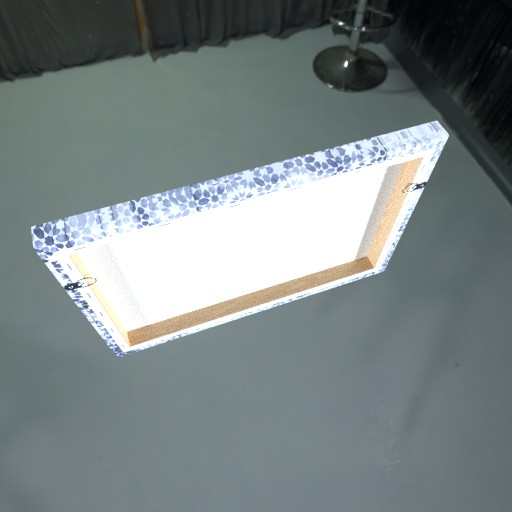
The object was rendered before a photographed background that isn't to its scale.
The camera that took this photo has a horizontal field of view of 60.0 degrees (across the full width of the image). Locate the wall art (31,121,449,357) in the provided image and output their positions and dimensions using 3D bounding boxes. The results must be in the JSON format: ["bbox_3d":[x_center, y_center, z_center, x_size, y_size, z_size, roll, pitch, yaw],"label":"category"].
[{"bbox_3d":[0.000,0.000,1.185,0.911,0.608,0.057,-17,59,-10],"label":"wall art"}]
